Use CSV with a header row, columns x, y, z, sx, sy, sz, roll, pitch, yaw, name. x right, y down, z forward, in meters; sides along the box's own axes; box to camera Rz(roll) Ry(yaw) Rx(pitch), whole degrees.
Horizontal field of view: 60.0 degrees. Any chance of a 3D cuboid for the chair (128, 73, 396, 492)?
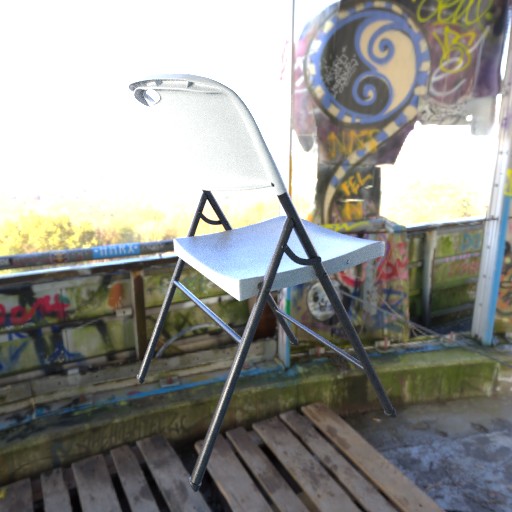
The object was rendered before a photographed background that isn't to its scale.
x,y,z,sx,sy,sz,roll,pitch,yaw,name
0.000,0.000,1.120,0.566,0.810,0.494,-8,17,-26,chair
